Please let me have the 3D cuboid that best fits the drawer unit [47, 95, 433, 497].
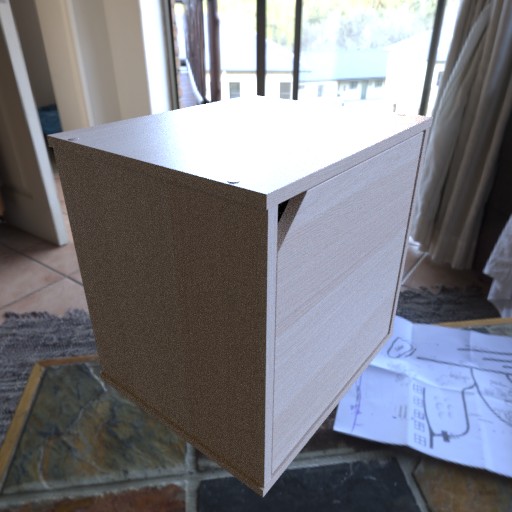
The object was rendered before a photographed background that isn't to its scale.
[{"bbox_3d":[0.000,0.000,0.593,0.290,0.344,0.349,20,34,33],"label":"drawer unit"}]
